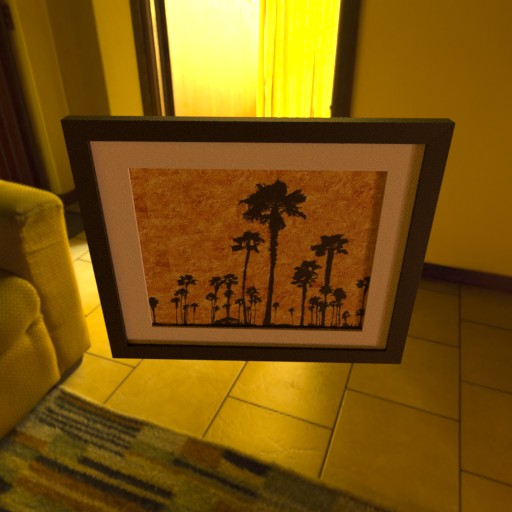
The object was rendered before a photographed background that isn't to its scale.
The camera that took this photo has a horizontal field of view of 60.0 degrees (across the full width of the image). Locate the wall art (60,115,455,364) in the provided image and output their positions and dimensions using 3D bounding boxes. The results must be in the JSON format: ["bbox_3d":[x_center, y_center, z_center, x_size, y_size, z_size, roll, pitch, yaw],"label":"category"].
[{"bbox_3d":[0.000,0.000,0.756,0.561,0.460,0.028,1,31,1],"label":"wall art"}]
